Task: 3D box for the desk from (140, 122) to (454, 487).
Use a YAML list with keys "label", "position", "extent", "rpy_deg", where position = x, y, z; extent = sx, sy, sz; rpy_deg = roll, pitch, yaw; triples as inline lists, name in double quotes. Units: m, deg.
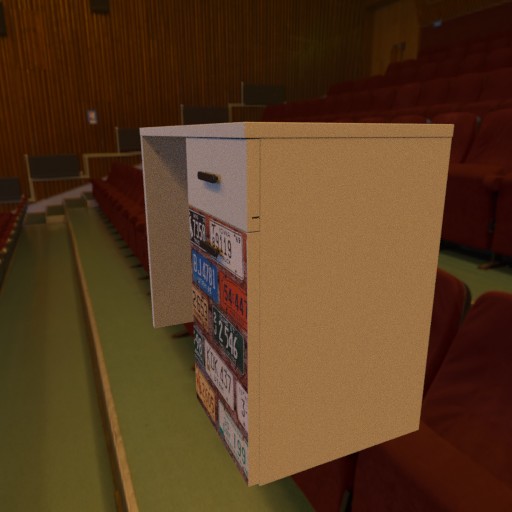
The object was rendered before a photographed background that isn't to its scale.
- label: "desk"
  position: [0.000, 0.000, 1.303]
  extent: [0.482, 0.730, 0.898]
  rpy_deg: [-7, 17, -24]
